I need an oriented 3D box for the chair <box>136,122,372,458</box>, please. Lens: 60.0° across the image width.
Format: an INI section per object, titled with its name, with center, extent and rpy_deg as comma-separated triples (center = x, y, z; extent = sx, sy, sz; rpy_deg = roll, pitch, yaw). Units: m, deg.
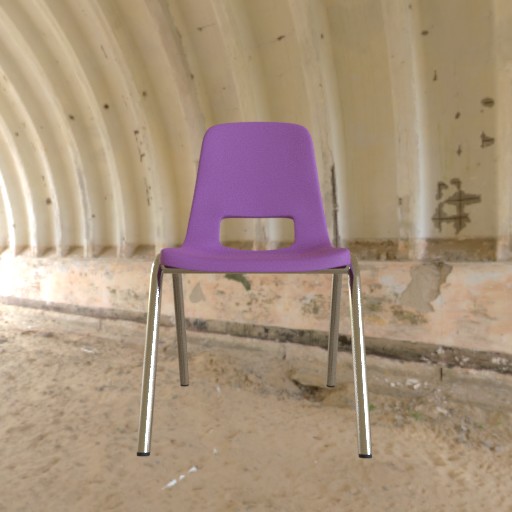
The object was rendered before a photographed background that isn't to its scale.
[chair]
center = 0.000, 0.000, 0.685
extent = 0.291, 0.493, 0.301
rpy_deg = 0, 1, 1
